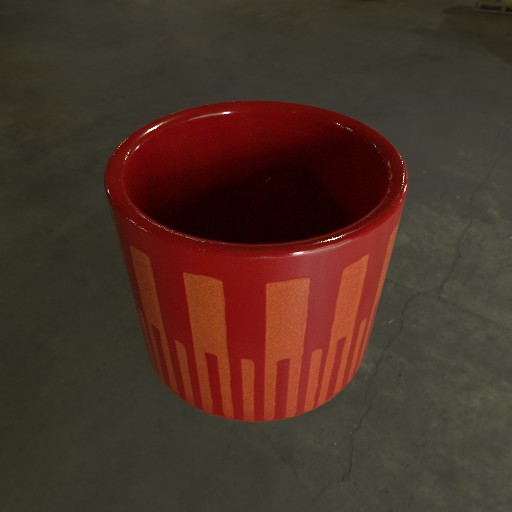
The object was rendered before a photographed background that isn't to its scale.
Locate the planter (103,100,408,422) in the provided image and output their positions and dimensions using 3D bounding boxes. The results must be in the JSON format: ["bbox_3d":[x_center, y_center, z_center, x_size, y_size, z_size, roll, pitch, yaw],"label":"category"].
[{"bbox_3d":[0.000,0.000,0.407,0.230,0.202,0.230,0,41,0],"label":"planter"}]
